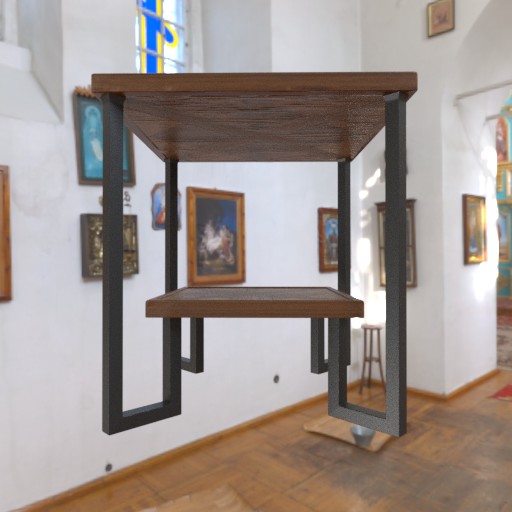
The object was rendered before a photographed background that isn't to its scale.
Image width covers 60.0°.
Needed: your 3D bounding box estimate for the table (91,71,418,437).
[{"bbox_3d":[0.000,0.000,0.930,0.503,0.563,0.503,0,0,1],"label":"table"}]
